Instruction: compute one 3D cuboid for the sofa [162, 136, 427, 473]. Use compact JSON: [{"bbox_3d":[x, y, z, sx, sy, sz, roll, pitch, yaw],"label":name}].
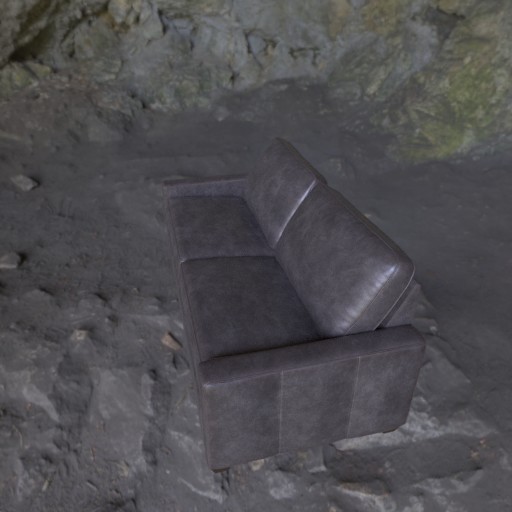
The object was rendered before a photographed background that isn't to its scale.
[{"bbox_3d":[0.000,0.000,2.609,0.939,0.916,2.081,-8,32,-12],"label":"sofa"}]
